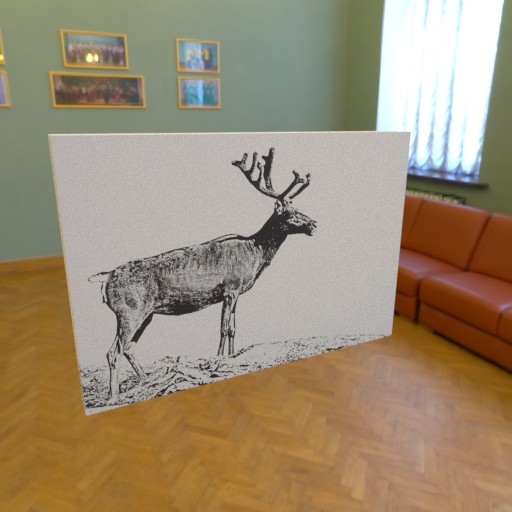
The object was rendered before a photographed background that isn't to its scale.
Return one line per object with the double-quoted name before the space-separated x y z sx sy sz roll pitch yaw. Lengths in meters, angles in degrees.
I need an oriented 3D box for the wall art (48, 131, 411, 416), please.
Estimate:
"wall art" 0.000 0.000 0.483 0.381 0.259 0.038 -8 18 -25
